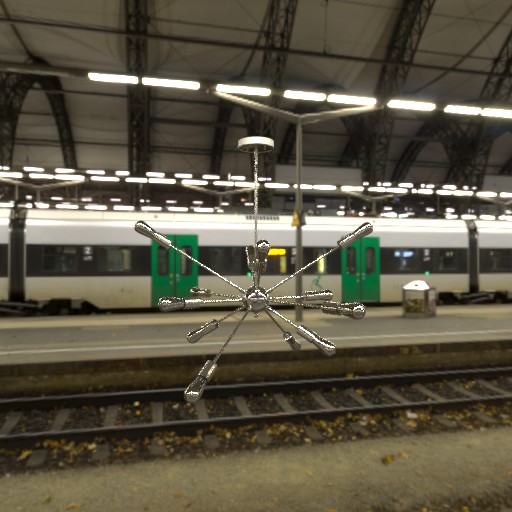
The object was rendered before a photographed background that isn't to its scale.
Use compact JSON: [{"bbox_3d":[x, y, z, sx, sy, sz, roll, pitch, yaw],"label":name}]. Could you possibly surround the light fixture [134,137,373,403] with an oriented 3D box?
[{"bbox_3d":[0.000,0.000,1.079,0.509,0.558,0.684,1,-1,-34],"label":"light fixture"}]
